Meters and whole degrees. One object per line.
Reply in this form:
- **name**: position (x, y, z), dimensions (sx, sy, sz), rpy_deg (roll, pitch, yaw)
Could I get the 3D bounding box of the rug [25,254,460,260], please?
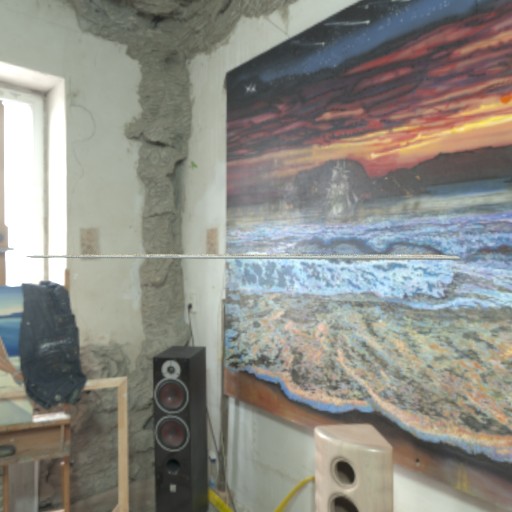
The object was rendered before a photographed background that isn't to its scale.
- **rug**: position (0.000, 0.000, 2.881), dimensions (2.275, 0.014, 1.514), rpy_deg (0, 1, 18)
